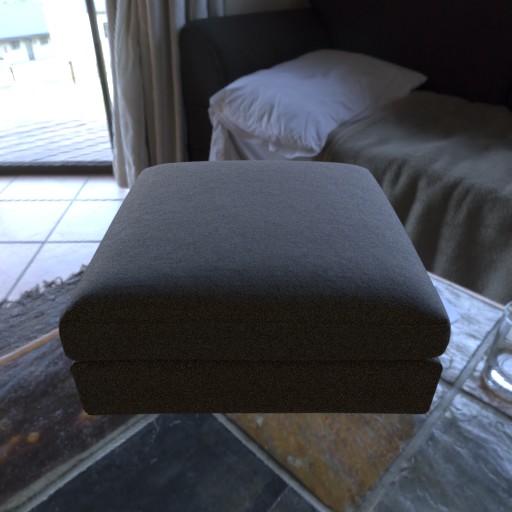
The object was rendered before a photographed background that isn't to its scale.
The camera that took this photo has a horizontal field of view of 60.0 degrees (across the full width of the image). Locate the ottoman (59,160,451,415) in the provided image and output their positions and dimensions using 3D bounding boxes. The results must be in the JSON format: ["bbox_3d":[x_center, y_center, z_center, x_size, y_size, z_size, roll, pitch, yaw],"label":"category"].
[{"bbox_3d":[0.000,0.000,1.605,1.041,0.470,1.041,0,33,0],"label":"ottoman"}]
